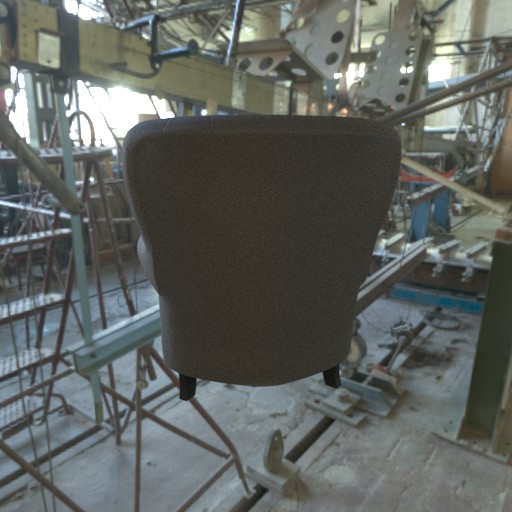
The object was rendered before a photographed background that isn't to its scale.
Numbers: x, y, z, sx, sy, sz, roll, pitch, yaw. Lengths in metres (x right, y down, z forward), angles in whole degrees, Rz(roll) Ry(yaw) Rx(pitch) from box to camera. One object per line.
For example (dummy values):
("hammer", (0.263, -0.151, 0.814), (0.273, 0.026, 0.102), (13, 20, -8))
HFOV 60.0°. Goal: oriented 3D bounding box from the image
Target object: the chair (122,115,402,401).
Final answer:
("chair", (0.000, 0.000, 1.804), (0.983, 1.046, 0.983), (-2, 14, -8))
